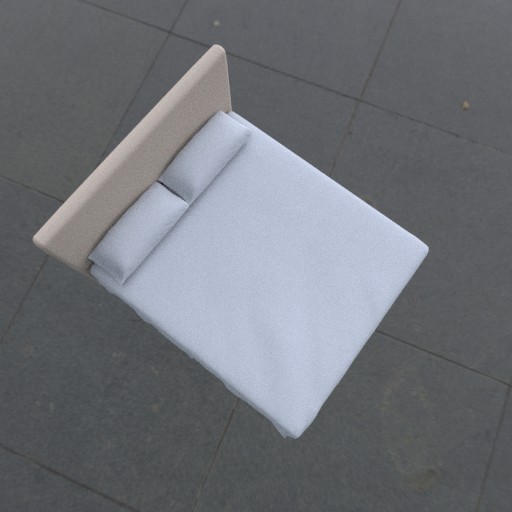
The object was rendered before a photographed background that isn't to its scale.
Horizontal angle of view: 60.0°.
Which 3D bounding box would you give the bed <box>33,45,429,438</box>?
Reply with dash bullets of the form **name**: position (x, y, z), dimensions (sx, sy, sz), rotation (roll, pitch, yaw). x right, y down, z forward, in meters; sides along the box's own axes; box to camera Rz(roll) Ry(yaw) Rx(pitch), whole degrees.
- **bed**: position (0.000, 0.000, 3.348), dimensions (2.142, 1.330, 1.884), rotation (37, 78, 9)
